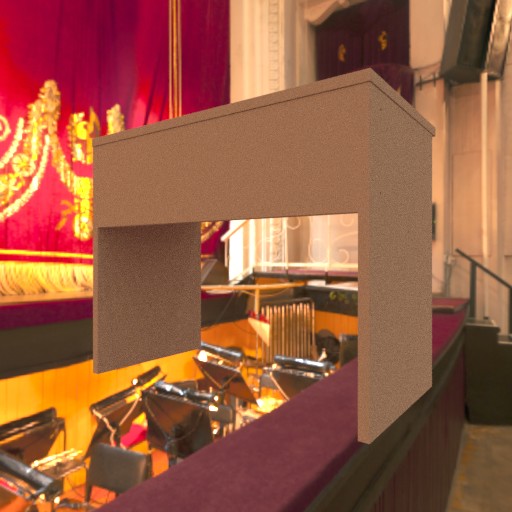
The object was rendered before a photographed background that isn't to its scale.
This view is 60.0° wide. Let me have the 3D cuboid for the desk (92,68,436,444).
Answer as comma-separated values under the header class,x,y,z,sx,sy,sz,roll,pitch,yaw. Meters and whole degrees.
class,x,y,z,sx,sy,sz,roll,pitch,yaw
desk,0.000,0.000,1.321,0.900,0.729,0.498,0,0,36
